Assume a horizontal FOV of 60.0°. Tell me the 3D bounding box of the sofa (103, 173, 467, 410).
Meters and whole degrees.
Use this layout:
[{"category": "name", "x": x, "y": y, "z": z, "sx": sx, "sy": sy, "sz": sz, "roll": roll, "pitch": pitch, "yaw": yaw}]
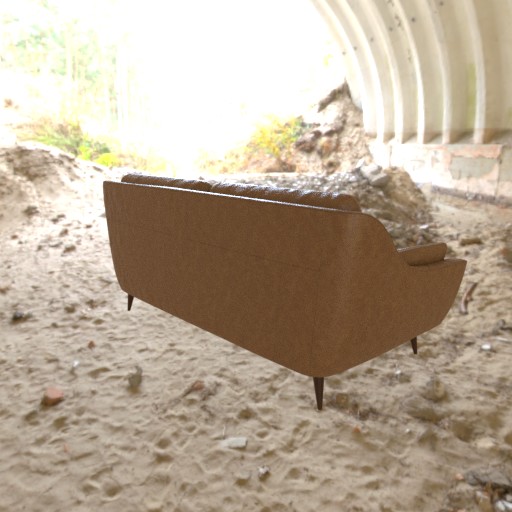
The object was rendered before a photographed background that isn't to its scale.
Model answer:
[{"category": "sofa", "x": 0.000, "y": 0.000, "z": 2.408, "sx": 0.904, "sy": 0.839, "sz": 1.902, "roll": -14, "pitch": 20, "yaw": -43}]
